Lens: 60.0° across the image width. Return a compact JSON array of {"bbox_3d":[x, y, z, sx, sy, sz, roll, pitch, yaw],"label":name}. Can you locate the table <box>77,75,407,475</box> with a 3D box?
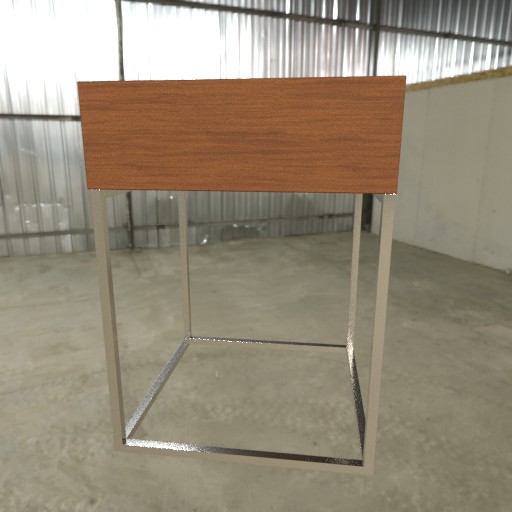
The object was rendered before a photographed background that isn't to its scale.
[{"bbox_3d":[0.000,0.000,0.786,0.397,0.540,0.398,2,15,7],"label":"table"}]
